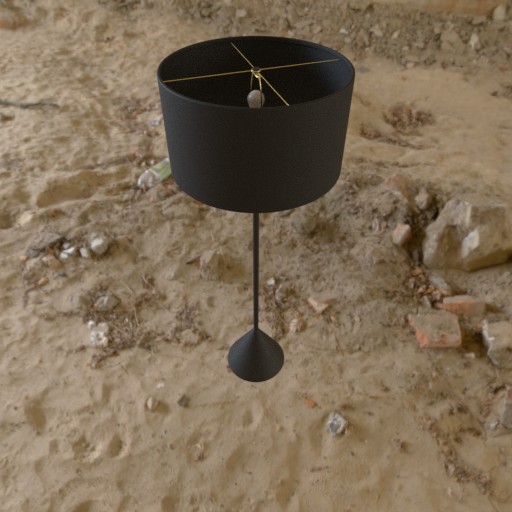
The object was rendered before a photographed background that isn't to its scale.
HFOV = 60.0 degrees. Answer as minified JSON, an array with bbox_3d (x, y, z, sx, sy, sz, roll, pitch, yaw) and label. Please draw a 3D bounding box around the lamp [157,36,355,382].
[{"bbox_3d":[0.000,0.000,1.825,0.580,1.526,0.580,-13,44,-14],"label":"lamp"}]
